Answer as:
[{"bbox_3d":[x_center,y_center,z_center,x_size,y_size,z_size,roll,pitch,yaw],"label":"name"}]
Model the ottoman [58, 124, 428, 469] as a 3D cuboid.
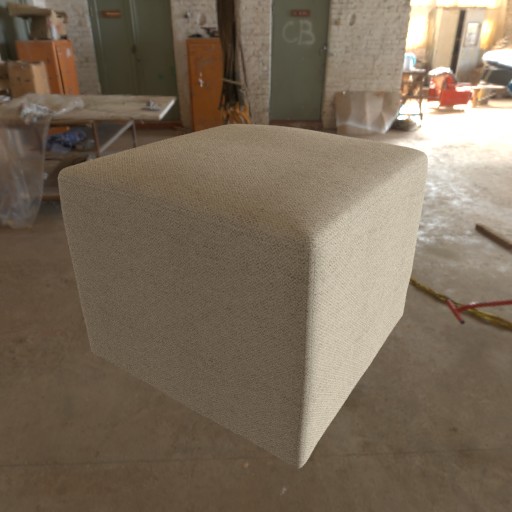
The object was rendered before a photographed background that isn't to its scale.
[{"bbox_3d":[0.000,0.000,0.905,0.512,0.453,0.521,17,32,30],"label":"ottoman"}]
